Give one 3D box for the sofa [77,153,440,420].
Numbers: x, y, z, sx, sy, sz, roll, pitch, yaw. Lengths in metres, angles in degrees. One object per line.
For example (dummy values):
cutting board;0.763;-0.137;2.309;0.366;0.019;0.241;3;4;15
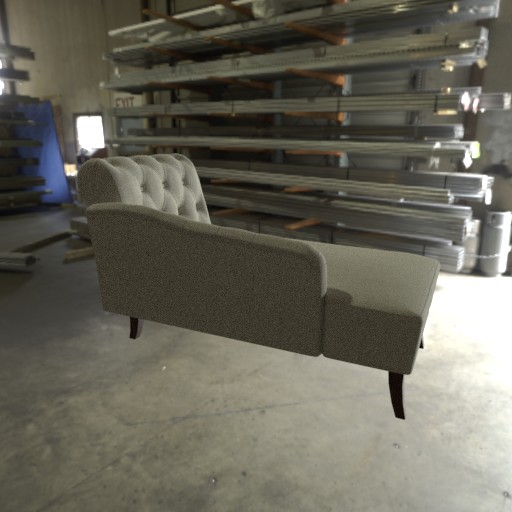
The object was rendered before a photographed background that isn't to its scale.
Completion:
sofa;0.000;0.000;1.827;1.379;0.787;0.675;7;17;25
